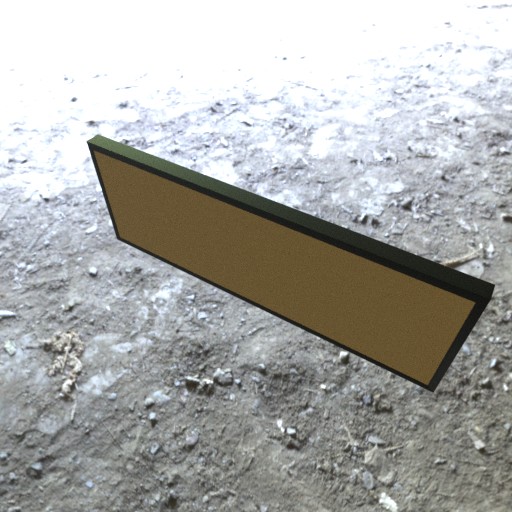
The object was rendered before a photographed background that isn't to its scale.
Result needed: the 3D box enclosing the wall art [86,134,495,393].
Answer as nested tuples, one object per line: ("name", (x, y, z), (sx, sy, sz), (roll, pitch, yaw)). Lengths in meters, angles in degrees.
("wall art", (0.000, 0.000, 0.951), (0.860, 0.303, 0.037), (24, 51, 21))
